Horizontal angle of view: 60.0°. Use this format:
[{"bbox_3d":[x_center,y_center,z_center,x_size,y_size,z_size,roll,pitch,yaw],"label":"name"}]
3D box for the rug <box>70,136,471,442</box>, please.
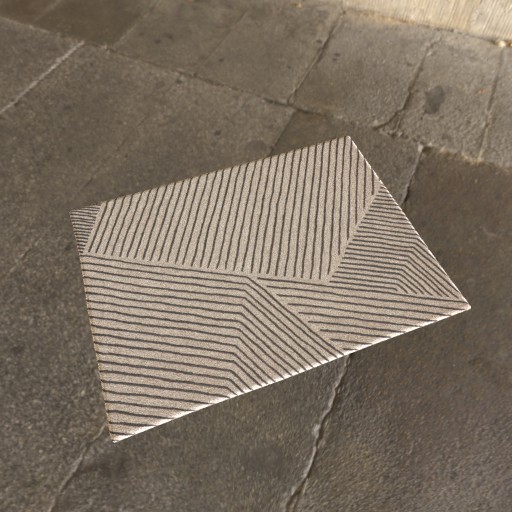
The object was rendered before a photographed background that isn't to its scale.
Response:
[{"bbox_3d":[0.000,0.000,3.243,2.449,0.028,1.829,-17,58,-11],"label":"rug"}]
